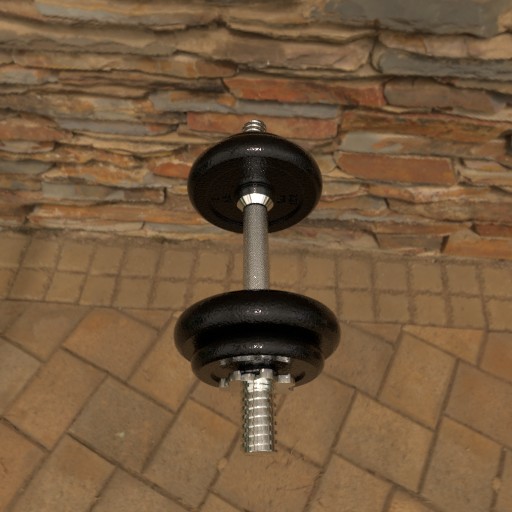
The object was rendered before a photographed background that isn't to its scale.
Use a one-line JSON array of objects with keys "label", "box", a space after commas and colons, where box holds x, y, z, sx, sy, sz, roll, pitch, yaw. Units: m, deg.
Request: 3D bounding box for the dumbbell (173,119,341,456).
[{"label": "dumbbell", "box": [0.000, 0.000, 0.602, 0.202, 0.202, 0.497, -1, 58, 0]}]
